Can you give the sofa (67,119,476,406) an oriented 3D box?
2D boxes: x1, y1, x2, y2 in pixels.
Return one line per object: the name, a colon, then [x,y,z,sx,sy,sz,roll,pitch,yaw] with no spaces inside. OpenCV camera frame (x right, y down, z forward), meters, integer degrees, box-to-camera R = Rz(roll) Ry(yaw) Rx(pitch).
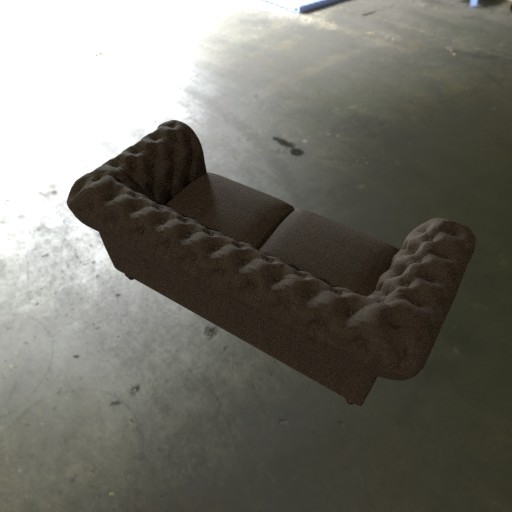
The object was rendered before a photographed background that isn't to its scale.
sofa: [0.000,0.000,2.522,2.048,0.780,0.944,25,51,22]
